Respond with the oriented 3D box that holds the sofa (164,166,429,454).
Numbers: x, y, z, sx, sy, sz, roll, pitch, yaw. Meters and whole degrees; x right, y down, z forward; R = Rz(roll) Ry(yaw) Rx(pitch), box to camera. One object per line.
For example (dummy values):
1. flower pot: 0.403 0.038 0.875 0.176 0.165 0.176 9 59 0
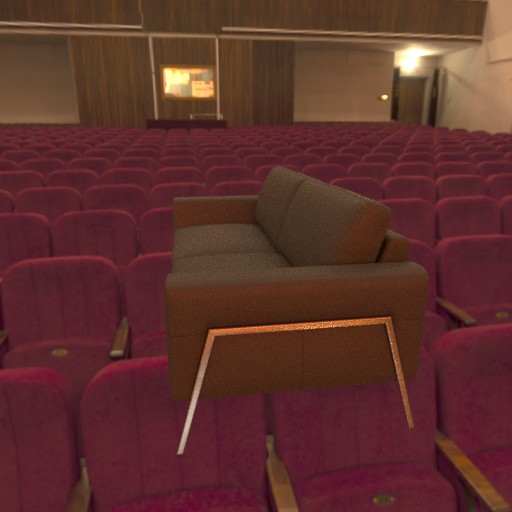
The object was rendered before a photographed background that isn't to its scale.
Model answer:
1. sofa: 0.000 0.000 2.505 0.953 0.875 2.017 -3 16 -9
